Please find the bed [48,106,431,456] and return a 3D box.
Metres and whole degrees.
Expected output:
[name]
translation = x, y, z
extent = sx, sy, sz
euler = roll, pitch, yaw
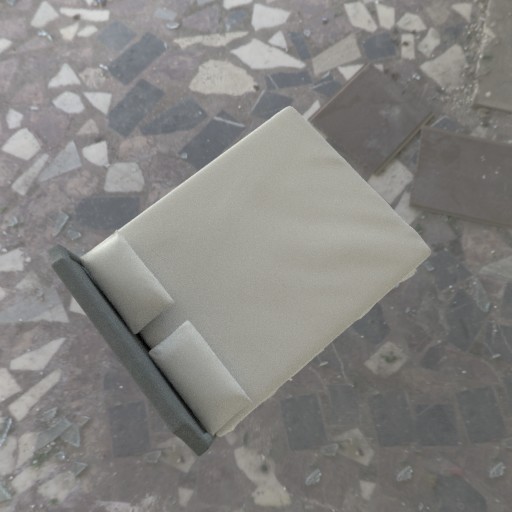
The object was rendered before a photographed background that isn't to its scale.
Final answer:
[bed]
translation = 0.000, 0.000, 3.692
extent = 2.464, 1.306, 1.977
euler = -39, 78, -10
